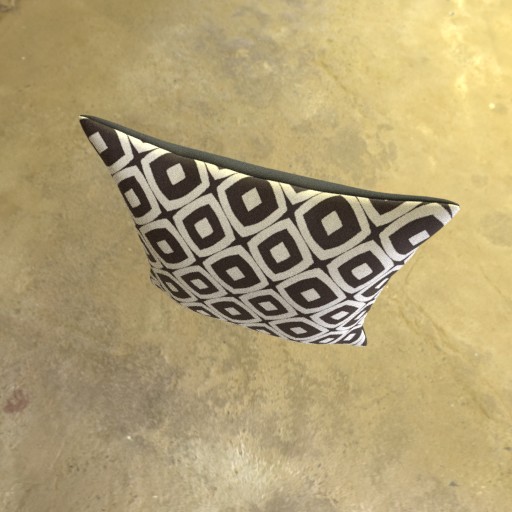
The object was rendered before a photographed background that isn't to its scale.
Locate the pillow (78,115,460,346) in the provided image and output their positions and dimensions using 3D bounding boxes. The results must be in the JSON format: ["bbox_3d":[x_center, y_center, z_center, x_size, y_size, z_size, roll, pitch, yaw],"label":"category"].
[{"bbox_3d":[0.000,0.000,0.770,0.504,0.494,0.188,15,61,9],"label":"pillow"}]
